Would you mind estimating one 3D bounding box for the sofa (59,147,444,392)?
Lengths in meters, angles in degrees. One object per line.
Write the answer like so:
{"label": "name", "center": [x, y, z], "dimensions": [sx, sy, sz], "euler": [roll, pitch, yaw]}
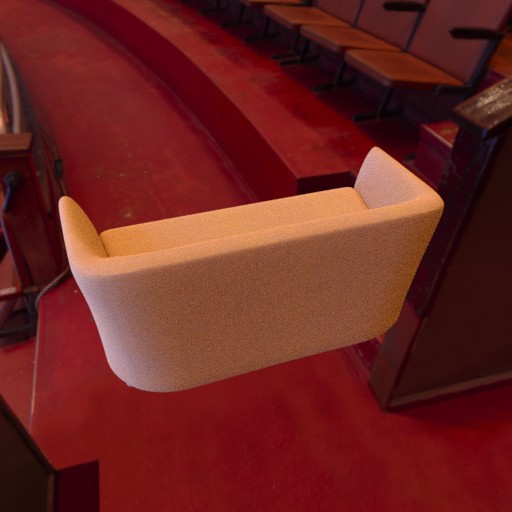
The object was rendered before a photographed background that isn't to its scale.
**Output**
{"label": "sofa", "center": [0.000, 0.000, 1.846], "dimensions": [1.452, 0.721, 0.705], "euler": [-12, 42, -13]}
